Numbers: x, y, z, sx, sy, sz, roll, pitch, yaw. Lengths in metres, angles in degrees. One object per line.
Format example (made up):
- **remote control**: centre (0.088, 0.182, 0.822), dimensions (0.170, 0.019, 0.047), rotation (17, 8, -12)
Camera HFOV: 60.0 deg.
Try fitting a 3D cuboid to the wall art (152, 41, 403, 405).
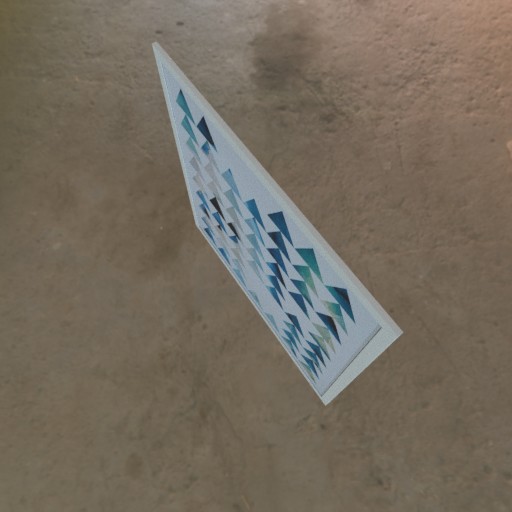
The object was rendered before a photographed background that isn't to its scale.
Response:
- **wall art**: centre (0.000, 0.000, 1.209), dimensions (0.012, 0.809, 0.809), rotation (-31, 68, -14)
